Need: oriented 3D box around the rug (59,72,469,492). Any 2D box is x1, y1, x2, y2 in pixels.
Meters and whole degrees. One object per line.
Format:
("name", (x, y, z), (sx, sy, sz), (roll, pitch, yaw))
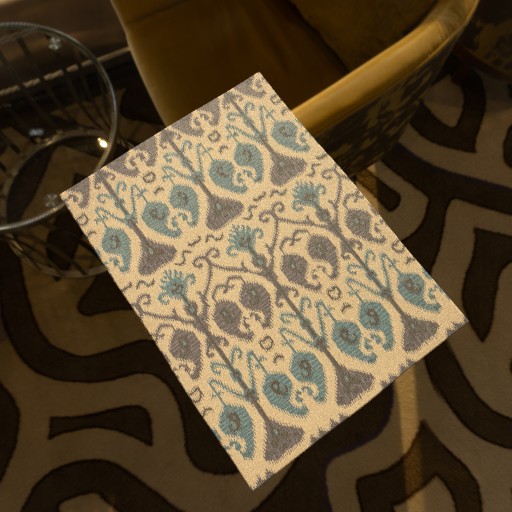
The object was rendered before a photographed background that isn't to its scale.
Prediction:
("rug", (0.000, 0.000, 2.894), (1.676, 0.013, 2.261), (-35, 78, -9))
